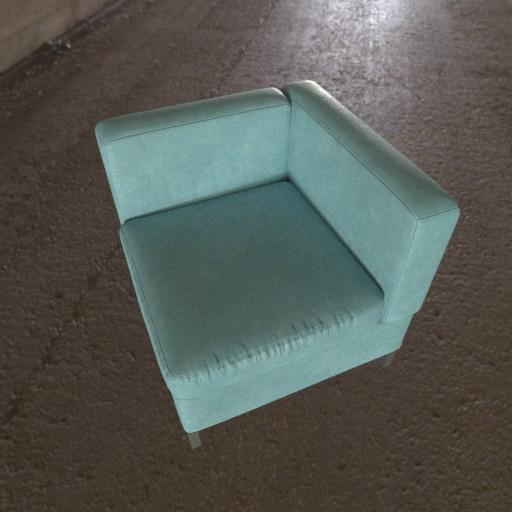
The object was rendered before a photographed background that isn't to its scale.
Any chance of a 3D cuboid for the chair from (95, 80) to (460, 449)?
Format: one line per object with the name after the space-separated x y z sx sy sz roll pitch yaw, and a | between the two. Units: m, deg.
0.000 0.000 1.242 0.680 0.660 0.680 -17 48 -16 | chair
